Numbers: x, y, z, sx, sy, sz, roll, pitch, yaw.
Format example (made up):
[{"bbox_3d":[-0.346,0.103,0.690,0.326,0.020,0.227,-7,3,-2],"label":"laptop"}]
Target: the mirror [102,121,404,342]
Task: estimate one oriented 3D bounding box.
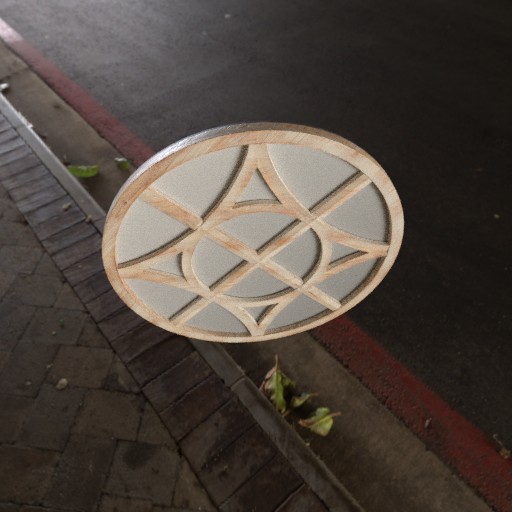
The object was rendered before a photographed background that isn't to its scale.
[{"bbox_3d":[0.000,0.000,1.081,0.710,0.710,0.038,-5,47,-5],"label":"mirror"}]
